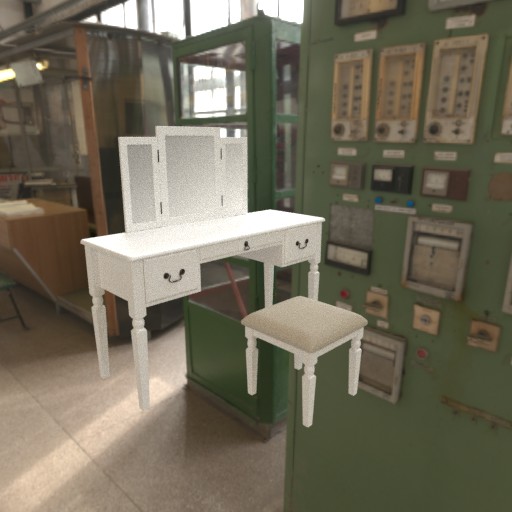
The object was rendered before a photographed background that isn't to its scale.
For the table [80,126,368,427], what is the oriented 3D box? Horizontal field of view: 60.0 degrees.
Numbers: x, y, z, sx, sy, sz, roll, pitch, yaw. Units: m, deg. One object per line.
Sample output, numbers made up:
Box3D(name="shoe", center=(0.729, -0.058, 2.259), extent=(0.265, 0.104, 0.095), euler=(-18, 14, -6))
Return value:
Box3D(name="table", center=(0.000, 0.000, 2.308), extent=(1.369, 1.310, 1.115), euler=(-14, 20, -43))
